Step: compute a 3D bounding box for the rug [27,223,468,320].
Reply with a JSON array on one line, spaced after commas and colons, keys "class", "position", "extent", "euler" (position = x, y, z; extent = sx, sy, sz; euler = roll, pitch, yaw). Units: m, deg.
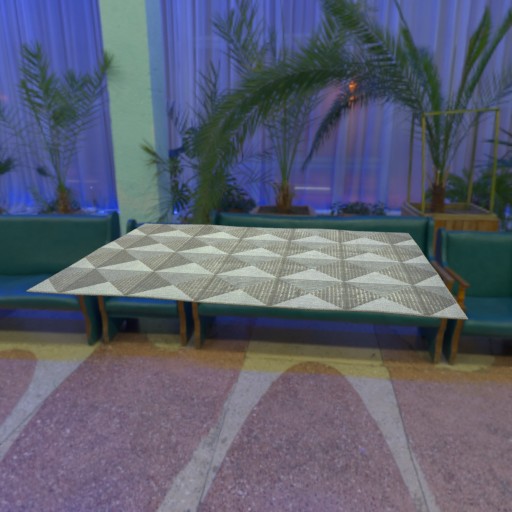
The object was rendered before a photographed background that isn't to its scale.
[{"class": "rug", "position": [0.000, 0.000, 4.435], "extent": [3.333, 0.027, 2.428], "euler": [3, 17, 9]}]
